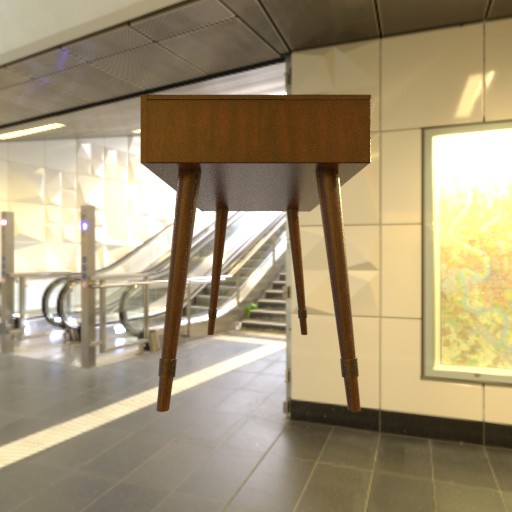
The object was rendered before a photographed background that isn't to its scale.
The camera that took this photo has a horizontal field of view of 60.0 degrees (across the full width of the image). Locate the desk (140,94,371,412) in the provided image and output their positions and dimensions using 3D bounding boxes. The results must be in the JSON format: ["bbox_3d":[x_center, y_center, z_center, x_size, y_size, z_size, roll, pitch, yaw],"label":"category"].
[{"bbox_3d":[0.000,0.000,2.198,0.734,1.031,1.577,0,0,0],"label":"desk"}]
